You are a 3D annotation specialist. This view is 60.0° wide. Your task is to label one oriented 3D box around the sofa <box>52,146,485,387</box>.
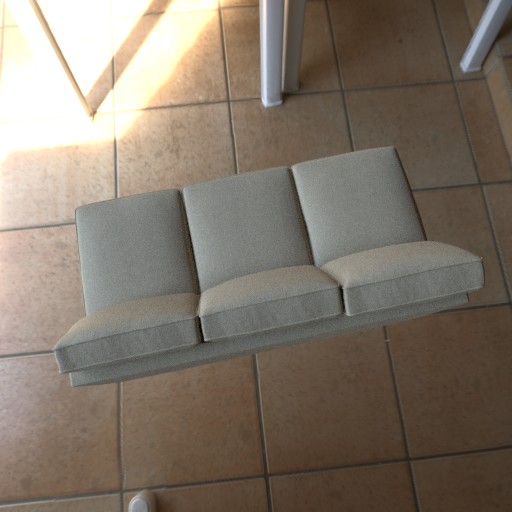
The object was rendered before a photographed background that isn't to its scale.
[{"bbox_3d":[0.000,0.000,2.477,1.962,0.973,1.027,-12,75,-3],"label":"sofa"}]
